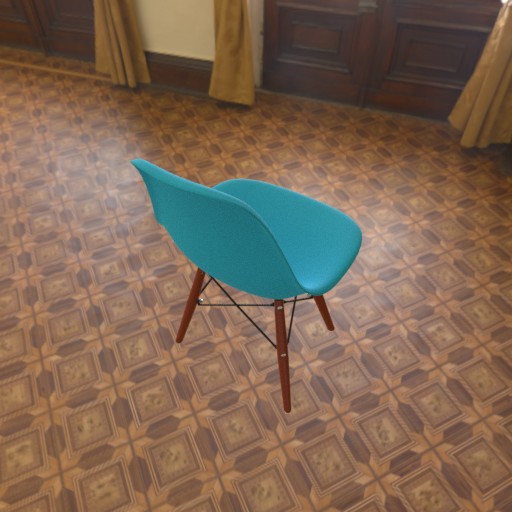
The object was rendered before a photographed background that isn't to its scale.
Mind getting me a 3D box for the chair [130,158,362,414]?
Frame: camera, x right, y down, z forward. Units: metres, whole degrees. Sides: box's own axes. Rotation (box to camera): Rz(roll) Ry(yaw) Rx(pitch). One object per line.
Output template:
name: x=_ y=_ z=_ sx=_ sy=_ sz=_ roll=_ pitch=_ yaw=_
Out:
chair: x=0.000 y=0.000 z=1.163 sx=0.470 sy=0.826 sz=0.533 roll=25 pitch=52 yaw=21
